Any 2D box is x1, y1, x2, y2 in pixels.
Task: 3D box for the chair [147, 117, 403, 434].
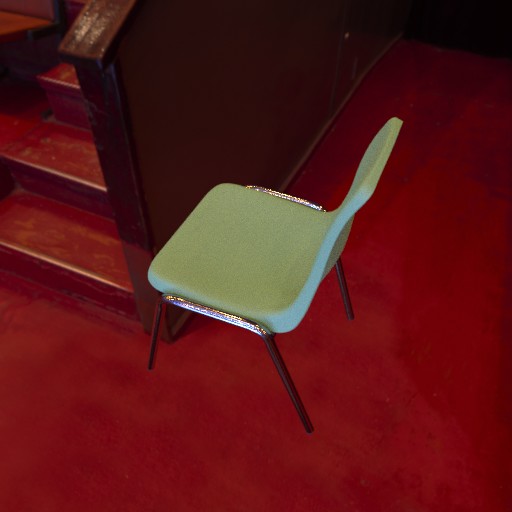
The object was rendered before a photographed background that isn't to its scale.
[{"bbox_3d":[0.000,0.000,0.929,0.436,0.653,0.381,18,50,16],"label":"chair"}]
